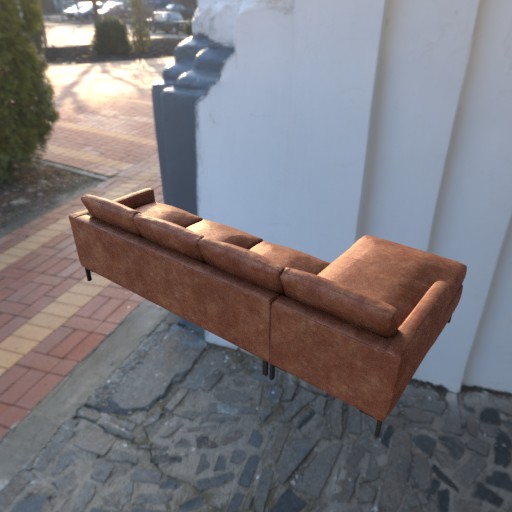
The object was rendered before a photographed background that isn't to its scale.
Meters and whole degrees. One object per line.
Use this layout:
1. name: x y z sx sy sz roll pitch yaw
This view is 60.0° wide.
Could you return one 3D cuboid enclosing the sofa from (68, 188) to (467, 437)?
1. sofa: 0.000 0.000 3.671 2.993 0.859 1.471 20 35 32
